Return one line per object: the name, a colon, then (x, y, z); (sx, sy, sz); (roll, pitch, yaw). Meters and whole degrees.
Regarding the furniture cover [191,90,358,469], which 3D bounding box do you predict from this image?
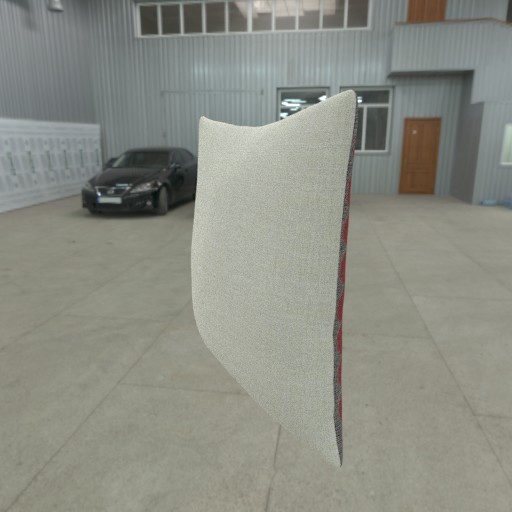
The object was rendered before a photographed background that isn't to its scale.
furniture cover: (0.000, 0.000, 0.649); (0.145, 0.420, 0.435); (-7, 16, -26)
